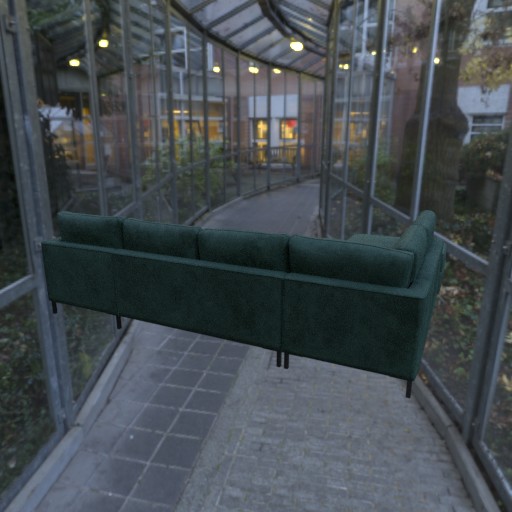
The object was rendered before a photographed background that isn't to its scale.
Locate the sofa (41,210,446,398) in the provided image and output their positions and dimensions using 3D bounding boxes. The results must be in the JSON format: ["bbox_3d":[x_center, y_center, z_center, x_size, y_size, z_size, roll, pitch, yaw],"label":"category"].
[{"bbox_3d":[0.000,0.000,3.867,2.994,0.861,1.992,7,17,24],"label":"sofa"}]
